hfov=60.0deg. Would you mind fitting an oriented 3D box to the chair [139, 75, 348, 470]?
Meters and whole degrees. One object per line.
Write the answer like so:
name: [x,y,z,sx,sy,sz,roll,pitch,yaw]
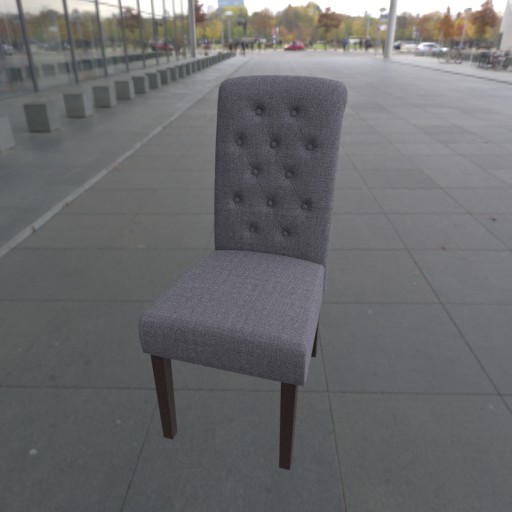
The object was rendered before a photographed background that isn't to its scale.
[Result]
chair: [0.000,0.000,1.374,0.456,1.006,0.671,8,27,15]
